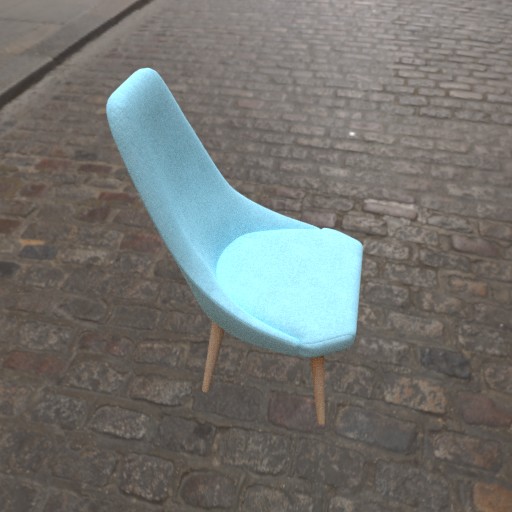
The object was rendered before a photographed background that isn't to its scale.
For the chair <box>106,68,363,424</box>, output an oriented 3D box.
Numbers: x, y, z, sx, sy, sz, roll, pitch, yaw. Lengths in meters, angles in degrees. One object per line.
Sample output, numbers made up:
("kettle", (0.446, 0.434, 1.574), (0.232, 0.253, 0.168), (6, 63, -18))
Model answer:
("chair", (0.000, 0.000, 1.378), (0.660, 1.040, 0.510), (9, 45, 9))
